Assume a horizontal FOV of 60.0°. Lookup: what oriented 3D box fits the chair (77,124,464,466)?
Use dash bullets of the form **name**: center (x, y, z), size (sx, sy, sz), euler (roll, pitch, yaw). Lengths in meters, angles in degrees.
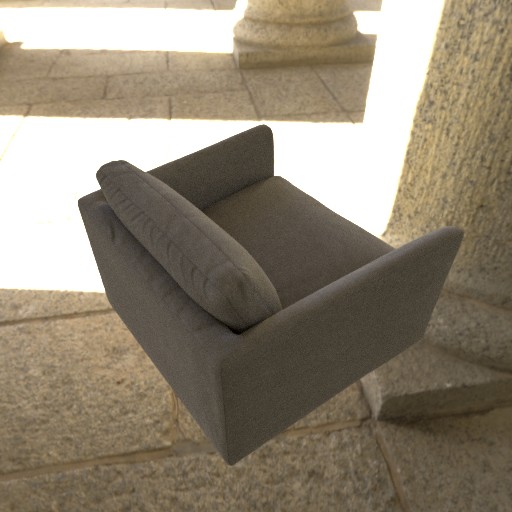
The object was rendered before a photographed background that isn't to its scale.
- **chair**: center (0.000, 0.000, 1.899), size (1.091, 0.845, 1.190), euler (-27, 48, -28)
